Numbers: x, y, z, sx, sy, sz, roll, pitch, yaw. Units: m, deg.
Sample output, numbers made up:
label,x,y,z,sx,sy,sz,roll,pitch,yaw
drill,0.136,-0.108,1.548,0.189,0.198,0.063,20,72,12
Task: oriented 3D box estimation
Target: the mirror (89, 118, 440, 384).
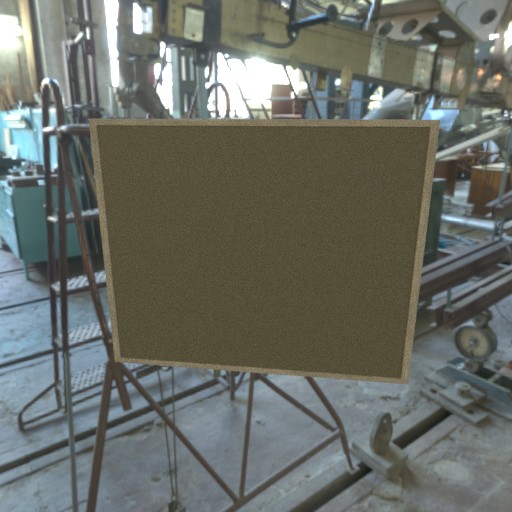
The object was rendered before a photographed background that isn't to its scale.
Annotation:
label,x,y,z,sx,sy,sz,roll,pitch,yaw
mirror,0.000,0.000,1.165,0.839,0.689,0.028,2,18,7
